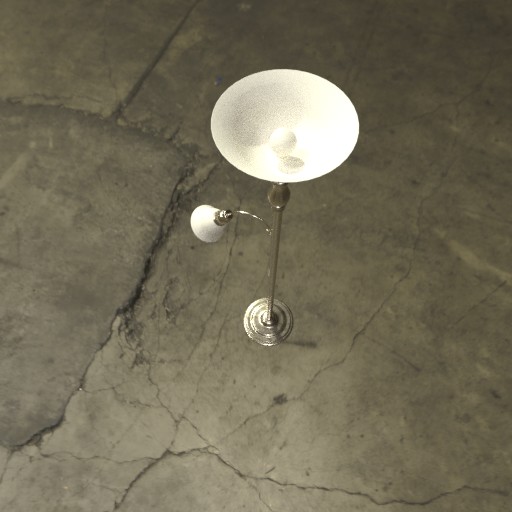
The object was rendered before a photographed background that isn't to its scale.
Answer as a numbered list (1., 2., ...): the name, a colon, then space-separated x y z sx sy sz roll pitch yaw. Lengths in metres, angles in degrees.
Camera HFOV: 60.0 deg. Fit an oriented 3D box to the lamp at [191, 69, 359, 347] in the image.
1. lamp: 0.000 0.000 2.029 0.575 1.785 0.405 18 65 9
